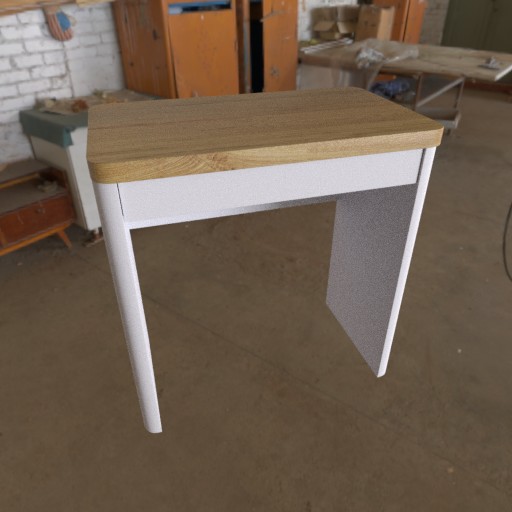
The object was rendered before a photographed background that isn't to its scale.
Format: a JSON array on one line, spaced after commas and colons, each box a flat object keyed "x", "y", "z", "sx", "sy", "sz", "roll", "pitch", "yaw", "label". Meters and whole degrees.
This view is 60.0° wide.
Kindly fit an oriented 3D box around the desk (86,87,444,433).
[{"x": 0.000, "y": 0.000, "z": 1.263, "sx": 0.760, "sy": 0.790, "sz": 0.440, "roll": -9, "pitch": 34, "yaw": -14, "label": "desk"}]
